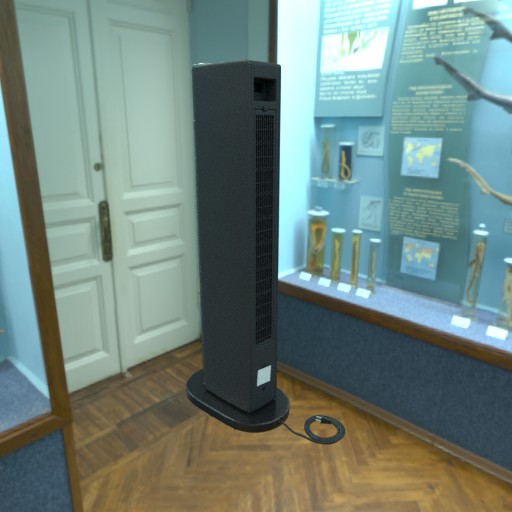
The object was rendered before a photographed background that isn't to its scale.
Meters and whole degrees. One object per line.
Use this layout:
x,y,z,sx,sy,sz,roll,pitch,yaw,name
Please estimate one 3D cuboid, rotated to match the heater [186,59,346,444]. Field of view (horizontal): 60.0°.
0.000,0.000,1.052,0.214,0.856,0.458,-15,22,-42,heater
